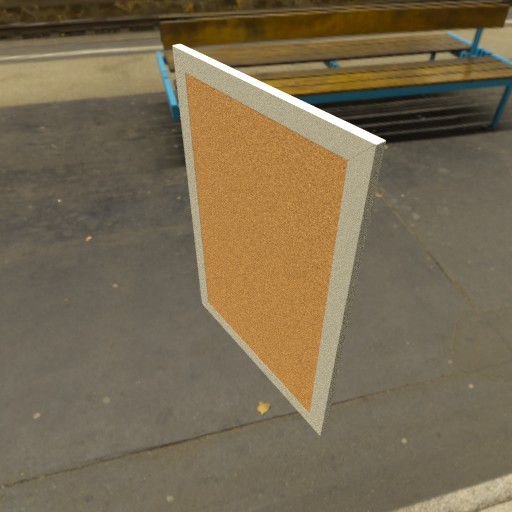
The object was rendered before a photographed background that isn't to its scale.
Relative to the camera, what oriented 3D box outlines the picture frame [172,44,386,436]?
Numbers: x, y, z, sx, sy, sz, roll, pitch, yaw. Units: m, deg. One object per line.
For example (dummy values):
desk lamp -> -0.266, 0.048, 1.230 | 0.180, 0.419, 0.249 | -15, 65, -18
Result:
picture frame -> 0.000, 0.000, 0.594 | 0.011, 0.459, 0.326 | -26, 47, -27
